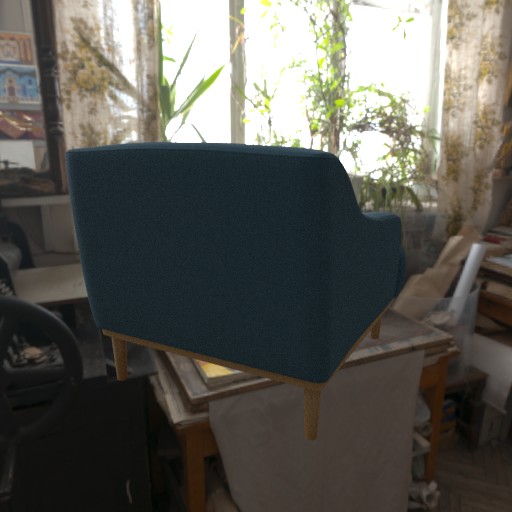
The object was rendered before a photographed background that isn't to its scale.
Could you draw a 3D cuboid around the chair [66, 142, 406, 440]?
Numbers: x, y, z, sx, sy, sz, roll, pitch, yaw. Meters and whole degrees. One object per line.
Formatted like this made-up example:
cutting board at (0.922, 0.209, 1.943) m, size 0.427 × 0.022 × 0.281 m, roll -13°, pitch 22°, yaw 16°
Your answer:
chair at (0.000, 0.000, 1.623) m, size 0.946 × 0.818 × 0.951 m, roll 8°, pitch 17°, yaw 26°
